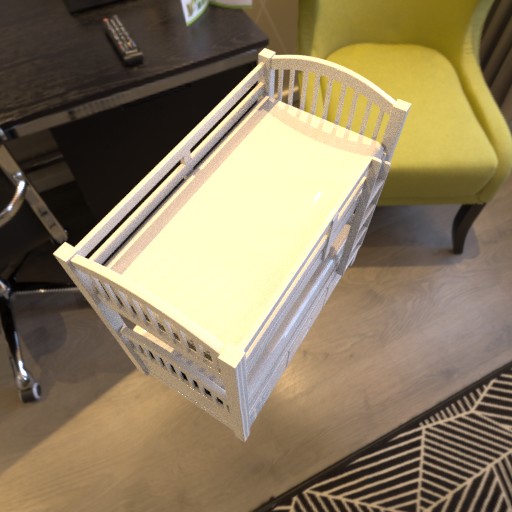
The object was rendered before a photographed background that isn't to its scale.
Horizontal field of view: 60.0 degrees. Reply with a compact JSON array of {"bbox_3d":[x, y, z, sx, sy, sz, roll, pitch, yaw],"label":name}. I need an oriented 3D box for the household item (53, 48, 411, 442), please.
[{"bbox_3d":[0.000,0.000,3.310,1.143,2.032,2.032,28,62,16],"label":"household item"}]
